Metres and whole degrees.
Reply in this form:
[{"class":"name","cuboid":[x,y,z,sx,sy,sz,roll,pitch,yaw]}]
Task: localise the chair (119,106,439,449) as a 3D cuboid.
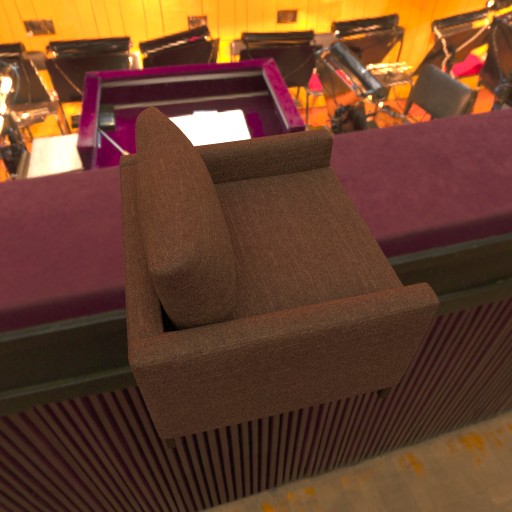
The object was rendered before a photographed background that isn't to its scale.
[{"class":"chair","cuboid":[0.000,0.000,1.560,0.845,0.841,0.940,-10,47,-9]}]
